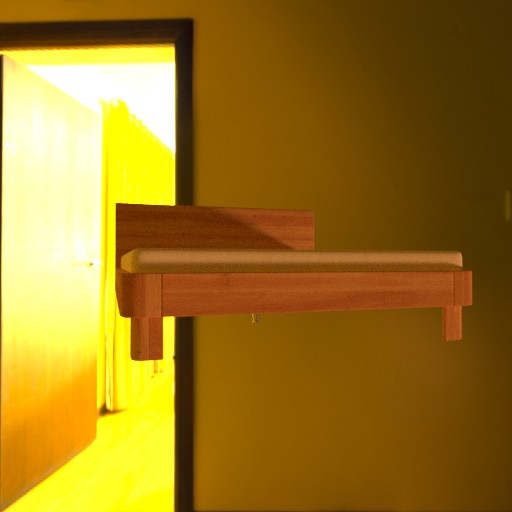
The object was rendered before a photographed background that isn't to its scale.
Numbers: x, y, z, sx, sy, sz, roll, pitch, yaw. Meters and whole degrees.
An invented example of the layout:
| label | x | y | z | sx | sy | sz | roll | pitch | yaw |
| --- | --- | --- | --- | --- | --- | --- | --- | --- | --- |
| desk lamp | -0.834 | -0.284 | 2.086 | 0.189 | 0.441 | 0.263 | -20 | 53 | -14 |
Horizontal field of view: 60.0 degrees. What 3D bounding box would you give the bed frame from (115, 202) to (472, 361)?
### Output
| label | x | y | z | sx | sy | sz | roll | pitch | yaw |
| --- | --- | --- | --- | --- | --- | --- | --- | --- | --- |
| bed frame | 0.000 | 0.000 | 3.123 | 1.872 | 0.940 | 2.092 | 0 | -1 | -18 |
